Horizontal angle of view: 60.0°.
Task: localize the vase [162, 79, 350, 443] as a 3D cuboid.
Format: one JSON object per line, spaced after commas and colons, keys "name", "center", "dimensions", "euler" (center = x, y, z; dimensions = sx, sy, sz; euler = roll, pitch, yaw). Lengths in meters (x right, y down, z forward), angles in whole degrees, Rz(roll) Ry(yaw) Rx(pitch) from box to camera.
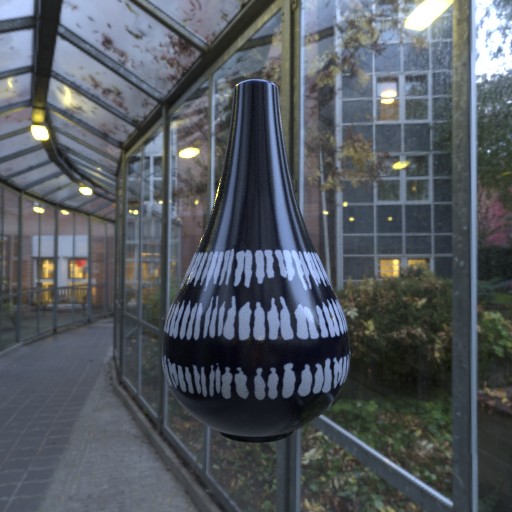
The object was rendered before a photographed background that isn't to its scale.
{"name": "vase", "center": [0.000, 0.000, 0.383], "dimensions": [0.159, 0.295, 0.159], "euler": [0, -2, 0]}
